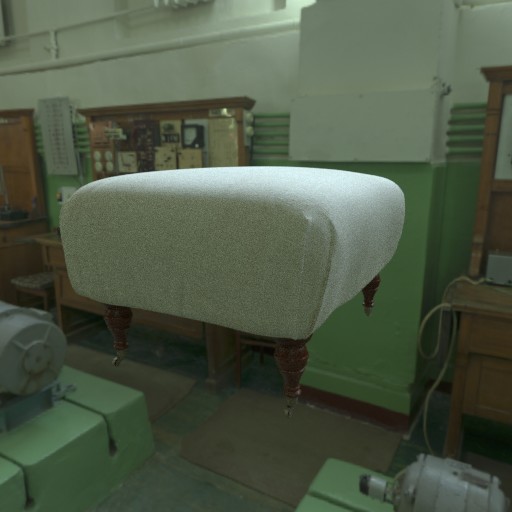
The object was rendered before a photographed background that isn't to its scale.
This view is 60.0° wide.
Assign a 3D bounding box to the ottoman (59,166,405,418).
[{"bbox_3d":[0.000,0.000,1.136,0.622,0.450,0.747,7,15,27],"label":"ottoman"}]
